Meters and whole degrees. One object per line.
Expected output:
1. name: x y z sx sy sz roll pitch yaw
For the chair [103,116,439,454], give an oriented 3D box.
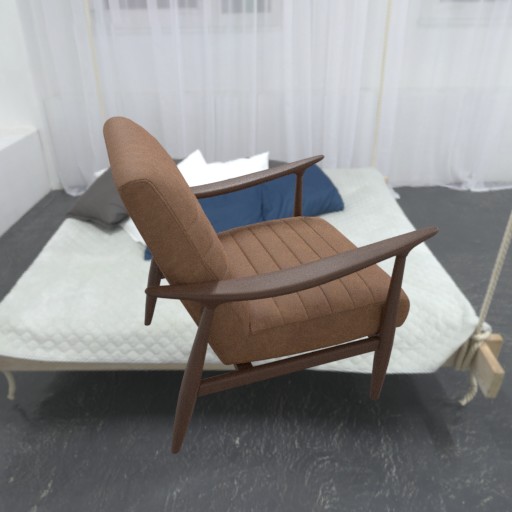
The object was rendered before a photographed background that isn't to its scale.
1. chair: 0.000 0.000 1.429 0.798 0.832 0.741 -10 32 -17
